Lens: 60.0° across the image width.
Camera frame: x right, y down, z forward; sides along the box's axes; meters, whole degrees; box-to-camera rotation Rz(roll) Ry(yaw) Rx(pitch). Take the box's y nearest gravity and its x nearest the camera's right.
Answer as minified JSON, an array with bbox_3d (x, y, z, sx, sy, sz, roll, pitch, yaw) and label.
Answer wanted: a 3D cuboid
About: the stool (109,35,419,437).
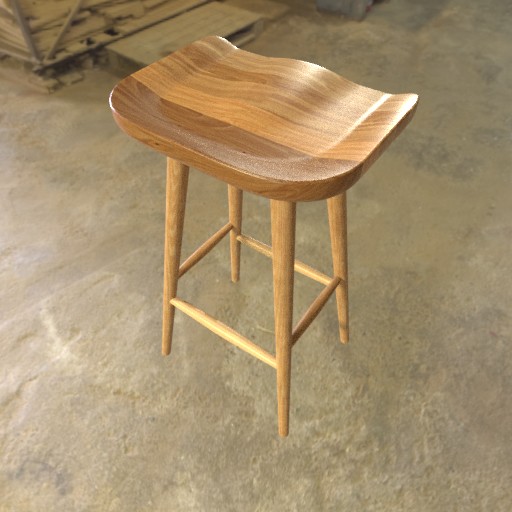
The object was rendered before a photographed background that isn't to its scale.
[{"bbox_3d":[0.000,0.000,0.913,0.407,0.698,0.322,27,53,23],"label":"stool"}]
